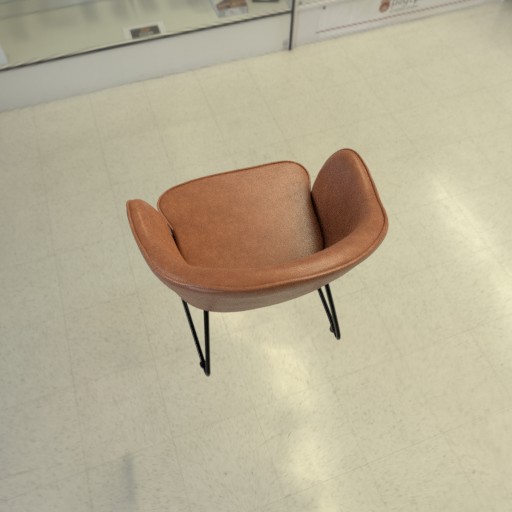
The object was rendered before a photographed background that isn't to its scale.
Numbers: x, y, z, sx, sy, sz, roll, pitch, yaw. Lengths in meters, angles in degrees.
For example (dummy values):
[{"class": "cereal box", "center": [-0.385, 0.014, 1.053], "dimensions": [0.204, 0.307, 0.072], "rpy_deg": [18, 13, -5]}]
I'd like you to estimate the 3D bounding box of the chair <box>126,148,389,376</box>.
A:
[{"class": "chair", "center": [0.000, 0.000, 1.217], "dimensions": [0.582, 0.785, 0.580], "rpy_deg": [-15, 60, -9]}]
